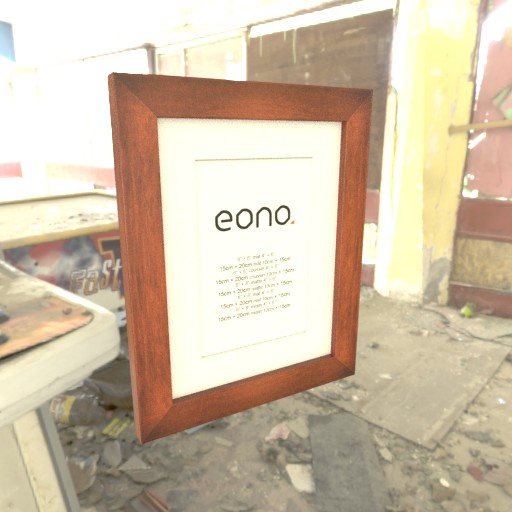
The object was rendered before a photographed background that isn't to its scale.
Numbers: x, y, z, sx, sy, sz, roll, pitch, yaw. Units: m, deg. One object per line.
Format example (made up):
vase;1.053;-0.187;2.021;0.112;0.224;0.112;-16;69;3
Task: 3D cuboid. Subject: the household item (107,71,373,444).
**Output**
household item;0.000;0.000;0.343;0.200;0.250;0.020;-8;17;-28
